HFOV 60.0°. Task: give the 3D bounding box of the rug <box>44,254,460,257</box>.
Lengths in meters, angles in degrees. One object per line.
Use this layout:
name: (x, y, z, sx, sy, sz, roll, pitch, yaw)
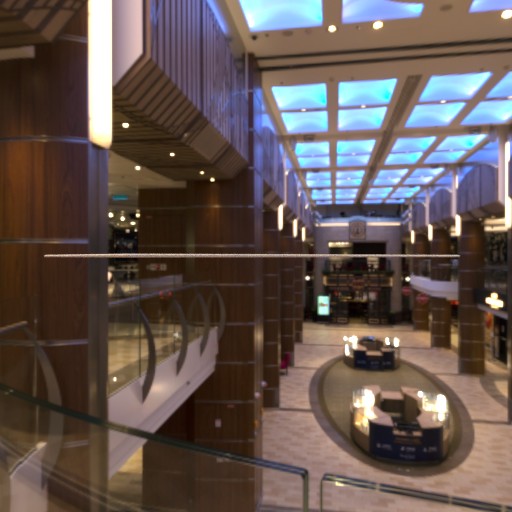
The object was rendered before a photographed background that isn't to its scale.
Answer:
rug: (0.000, 0.000, 2.334, 1.829, 0.010, 1.219, 0, 0, -36)
